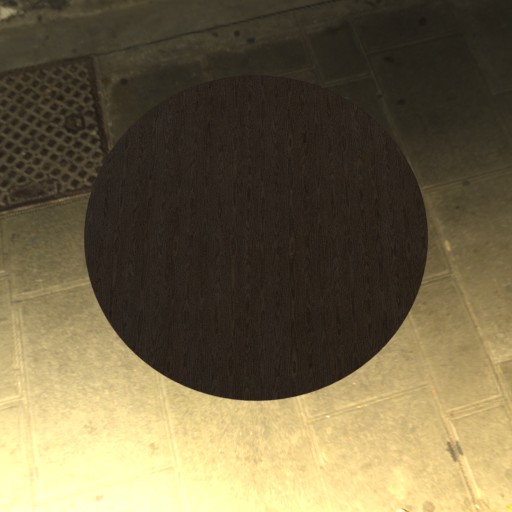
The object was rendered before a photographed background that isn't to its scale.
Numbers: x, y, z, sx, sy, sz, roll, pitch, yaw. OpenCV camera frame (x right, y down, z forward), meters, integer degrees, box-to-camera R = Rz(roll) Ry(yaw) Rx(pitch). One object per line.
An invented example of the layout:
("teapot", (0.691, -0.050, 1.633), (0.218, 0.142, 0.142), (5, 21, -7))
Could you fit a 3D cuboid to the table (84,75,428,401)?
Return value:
("table", (0.000, 0.000, 1.740), (1.053, 0.786, 1.053), (0, 74, 0))
